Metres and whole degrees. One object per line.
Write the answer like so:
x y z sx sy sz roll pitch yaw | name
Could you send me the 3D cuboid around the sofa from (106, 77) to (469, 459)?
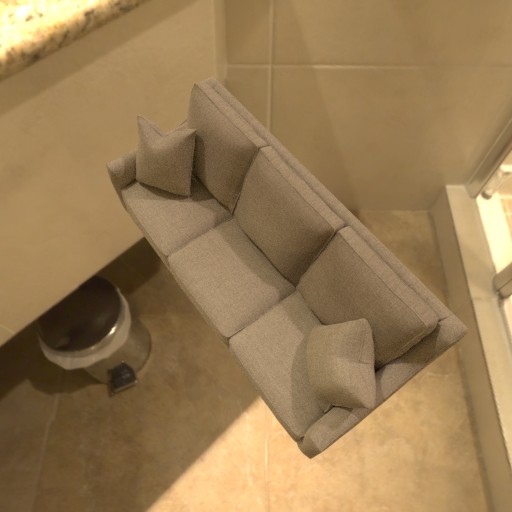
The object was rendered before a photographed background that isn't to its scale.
0.000 0.000 2.517 0.865 0.914 2.031 -33 67 -16 | sofa
